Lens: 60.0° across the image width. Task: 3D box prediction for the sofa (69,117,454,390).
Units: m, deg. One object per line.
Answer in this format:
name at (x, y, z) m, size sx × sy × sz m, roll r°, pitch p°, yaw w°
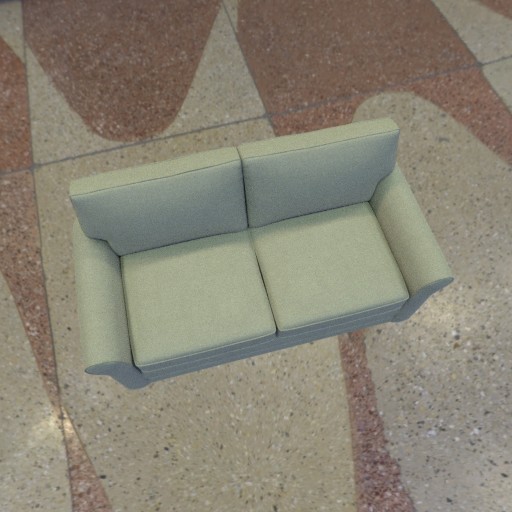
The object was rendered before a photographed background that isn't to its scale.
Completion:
sofa at (0.000, 0.000, 2.299) m, size 1.774 × 0.933 × 0.861 m, roll -13°, pitch 64°, yaw -6°
